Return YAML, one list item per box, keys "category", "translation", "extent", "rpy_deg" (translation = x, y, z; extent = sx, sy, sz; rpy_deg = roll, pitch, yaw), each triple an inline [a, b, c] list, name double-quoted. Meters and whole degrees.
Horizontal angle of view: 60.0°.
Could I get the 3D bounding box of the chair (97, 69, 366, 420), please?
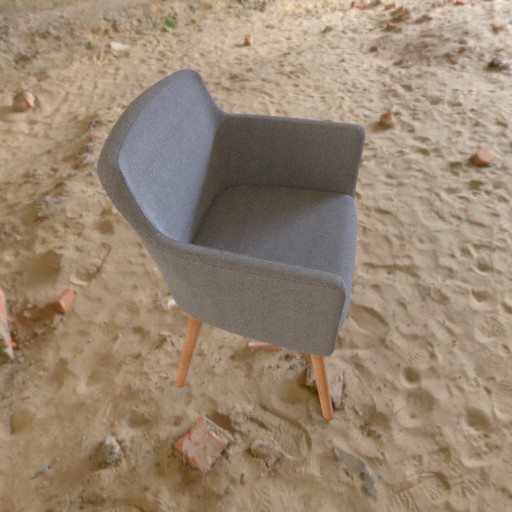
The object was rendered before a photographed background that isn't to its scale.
- category: "chair"
  translation: [0.000, 0.000, 1.139]
  extent: [0.540, 0.780, 0.570]
  rpy_deg: [9, 46, 9]
